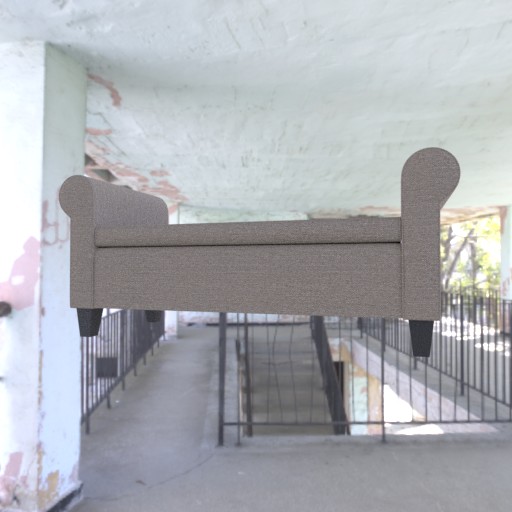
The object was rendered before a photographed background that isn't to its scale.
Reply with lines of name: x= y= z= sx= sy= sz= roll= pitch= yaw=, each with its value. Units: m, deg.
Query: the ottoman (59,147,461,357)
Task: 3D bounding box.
ottoman: x=0.000 y=0.000 z=1.551 sx=1.256 sy=0.547 sz=0.521 roll=0 pitch=-1 yaw=18
